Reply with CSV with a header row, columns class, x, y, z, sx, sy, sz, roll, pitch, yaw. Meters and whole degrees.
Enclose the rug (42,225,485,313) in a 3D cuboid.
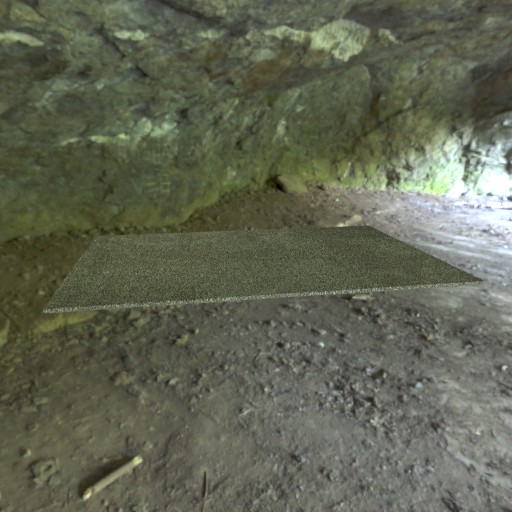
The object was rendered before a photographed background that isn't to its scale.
class,x,y,z,sx,sy,sz,roll,pitch,yaw
rug,0.000,0.000,3.496,2.699,0.026,1.802,-3,16,-10
